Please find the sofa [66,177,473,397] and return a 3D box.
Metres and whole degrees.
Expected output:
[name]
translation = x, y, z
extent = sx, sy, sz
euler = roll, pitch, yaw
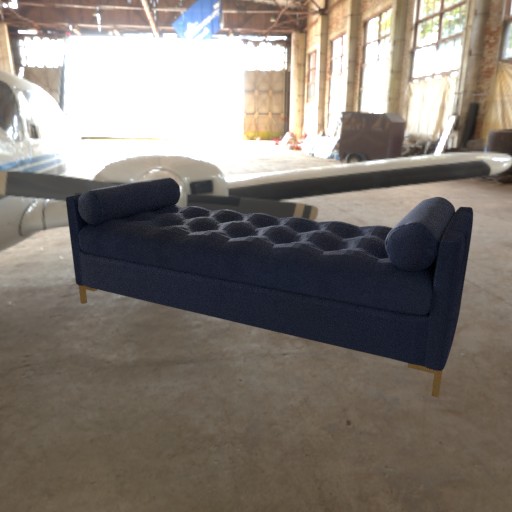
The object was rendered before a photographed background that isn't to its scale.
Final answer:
[sofa]
translation = 0.000, 0.000, 2.462
extent = 2.102, 0.705, 0.796
euler = 9, 19, 27
